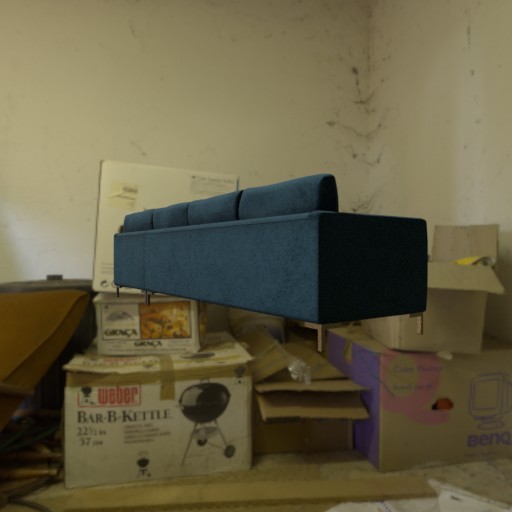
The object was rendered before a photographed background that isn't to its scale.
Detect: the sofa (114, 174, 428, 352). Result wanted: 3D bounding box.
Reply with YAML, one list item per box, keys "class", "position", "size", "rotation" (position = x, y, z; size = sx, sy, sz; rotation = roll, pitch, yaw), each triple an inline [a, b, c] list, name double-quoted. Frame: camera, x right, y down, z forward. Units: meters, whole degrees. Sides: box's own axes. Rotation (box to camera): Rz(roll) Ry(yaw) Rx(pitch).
- class: "sofa"
  position: [0.000, 0.000, 3.464]
  size: [1.350, 0.810, 2.932]
  rotation: [0, 1, -35]
